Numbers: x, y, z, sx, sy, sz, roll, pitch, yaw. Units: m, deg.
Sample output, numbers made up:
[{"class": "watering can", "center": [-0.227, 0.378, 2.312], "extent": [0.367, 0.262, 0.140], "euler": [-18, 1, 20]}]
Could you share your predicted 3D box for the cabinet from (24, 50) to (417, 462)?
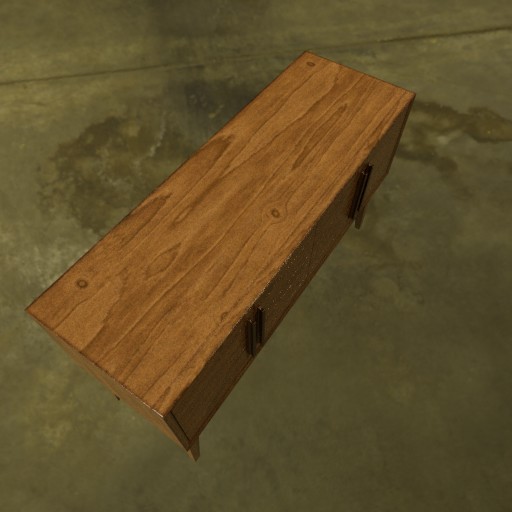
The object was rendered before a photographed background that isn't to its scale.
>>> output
[{"class": "cabinet", "center": [0.000, 0.000, 1.683], "extent": [0.477, 0.802, 1.363], "euler": [30, 62, 18]}]
